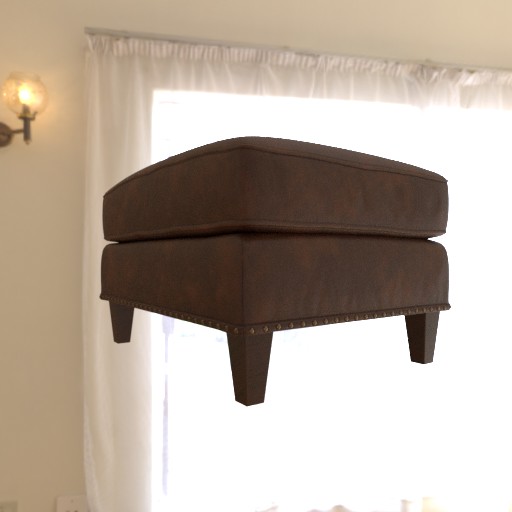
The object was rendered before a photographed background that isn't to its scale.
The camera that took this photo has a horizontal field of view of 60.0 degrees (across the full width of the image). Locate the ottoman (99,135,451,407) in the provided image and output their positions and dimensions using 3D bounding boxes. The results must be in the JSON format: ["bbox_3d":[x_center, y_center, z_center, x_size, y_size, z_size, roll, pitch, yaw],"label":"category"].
[{"bbox_3d":[0.000,0.000,1.132,0.586,0.486,0.742,0,0,-35],"label":"ottoman"}]
